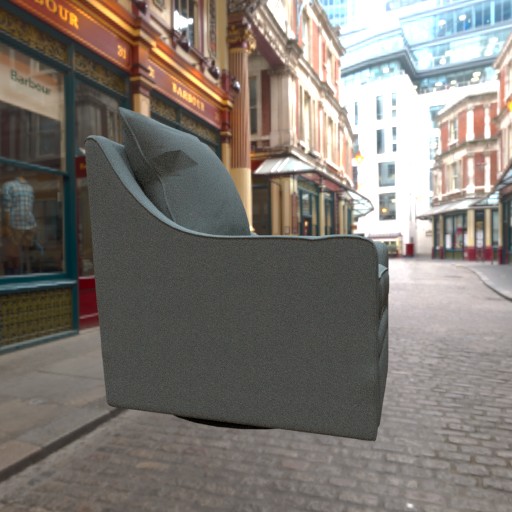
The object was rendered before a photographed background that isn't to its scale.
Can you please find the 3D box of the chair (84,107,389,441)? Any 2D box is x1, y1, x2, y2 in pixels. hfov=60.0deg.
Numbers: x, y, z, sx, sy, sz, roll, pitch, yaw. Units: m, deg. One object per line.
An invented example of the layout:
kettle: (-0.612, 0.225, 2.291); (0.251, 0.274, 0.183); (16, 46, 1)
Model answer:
chair: (0.000, 0.000, 1.535); (0.870, 0.926, 0.760); (0, 1, 19)
